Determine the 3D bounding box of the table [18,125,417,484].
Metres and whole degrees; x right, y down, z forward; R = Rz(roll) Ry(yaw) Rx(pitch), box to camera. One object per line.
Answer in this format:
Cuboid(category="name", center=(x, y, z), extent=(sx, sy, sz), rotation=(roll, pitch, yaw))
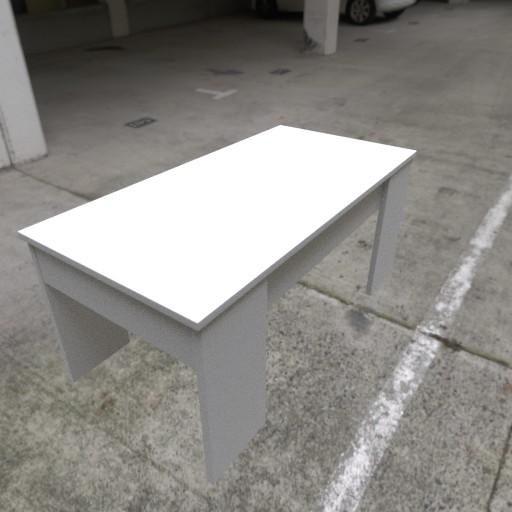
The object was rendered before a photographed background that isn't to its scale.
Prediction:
Cuboid(category="table", center=(0.000, 0.000, 1.255), extent=(0.500, 0.440, 1.000), rotation=(21, 37, 30))
